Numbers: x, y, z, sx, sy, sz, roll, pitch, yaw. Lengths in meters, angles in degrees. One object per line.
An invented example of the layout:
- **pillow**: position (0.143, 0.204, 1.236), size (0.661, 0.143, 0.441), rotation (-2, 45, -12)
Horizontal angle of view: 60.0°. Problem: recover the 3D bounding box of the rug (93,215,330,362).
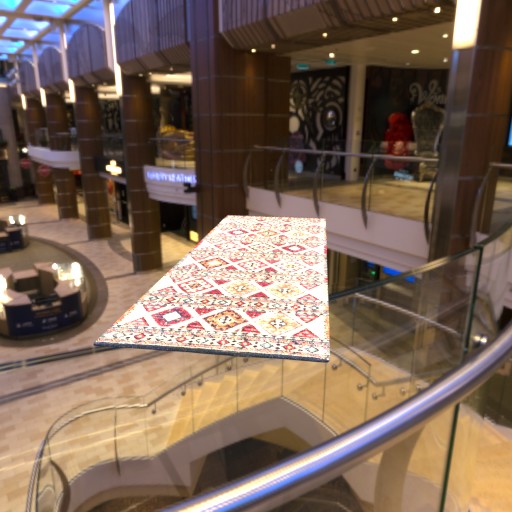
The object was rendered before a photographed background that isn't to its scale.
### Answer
- **rug**: position (0.000, 0.000, 2.625), size (0.832, 0.008, 2.362), rotation (2, 17, 8)
